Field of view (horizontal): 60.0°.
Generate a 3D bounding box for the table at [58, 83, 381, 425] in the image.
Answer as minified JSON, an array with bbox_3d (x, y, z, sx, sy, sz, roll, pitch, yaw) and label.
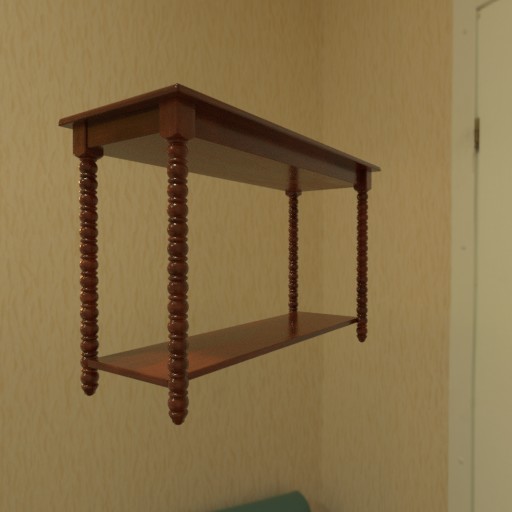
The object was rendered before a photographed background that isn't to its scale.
[{"bbox_3d":[0.000,0.000,1.531,0.459,0.740,1.184,1,1,36],"label":"table"}]
